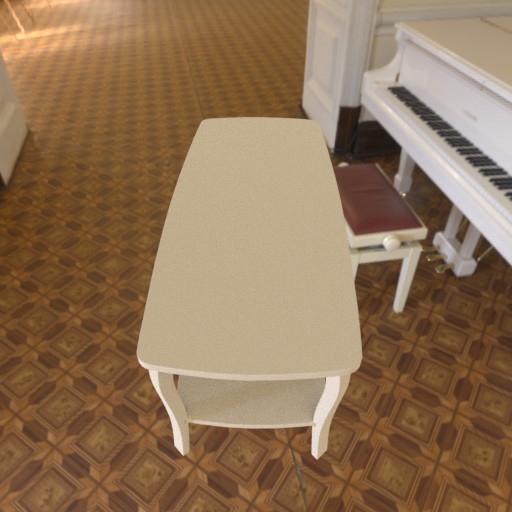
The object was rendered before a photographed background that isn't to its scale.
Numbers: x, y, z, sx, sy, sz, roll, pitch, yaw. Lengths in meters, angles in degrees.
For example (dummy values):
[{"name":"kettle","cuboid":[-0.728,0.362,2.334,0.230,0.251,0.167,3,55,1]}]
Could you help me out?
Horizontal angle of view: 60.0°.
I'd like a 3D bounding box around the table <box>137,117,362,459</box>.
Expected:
[{"name":"table","cuboid":[0.000,0.000,1.617,0.561,0.474,1.334,1,41,1]}]
